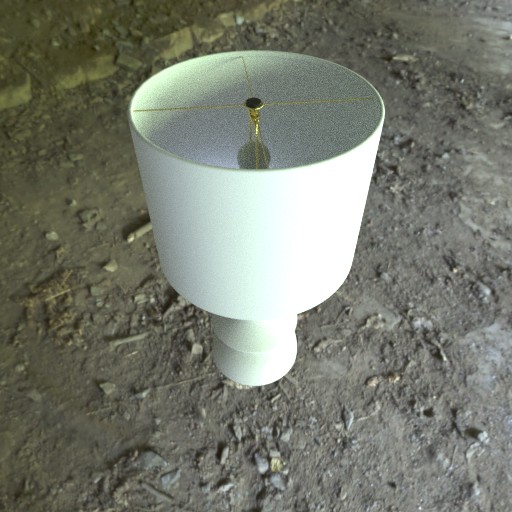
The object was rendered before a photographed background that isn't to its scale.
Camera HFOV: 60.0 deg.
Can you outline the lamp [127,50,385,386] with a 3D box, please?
[{"bbox_3d":[0.000,0.000,0.717,0.301,0.533,0.301,-5,46,-4],"label":"lamp"}]
